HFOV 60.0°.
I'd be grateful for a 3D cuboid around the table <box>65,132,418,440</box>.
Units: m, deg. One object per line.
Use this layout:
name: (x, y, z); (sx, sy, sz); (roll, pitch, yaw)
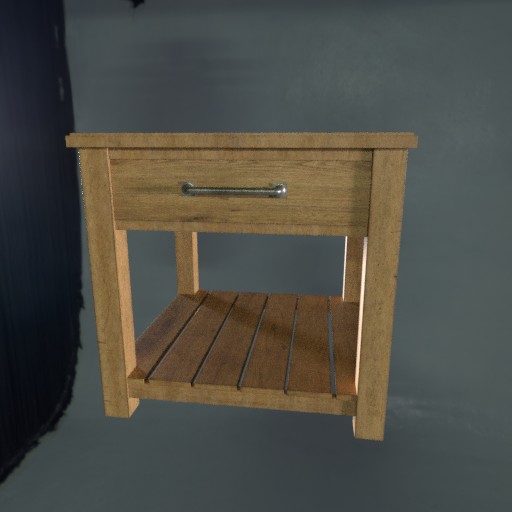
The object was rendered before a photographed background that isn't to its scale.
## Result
table: (0.000, 0.000, 1.122); (0.616, 0.593, 0.612); (2, 15, 8)
